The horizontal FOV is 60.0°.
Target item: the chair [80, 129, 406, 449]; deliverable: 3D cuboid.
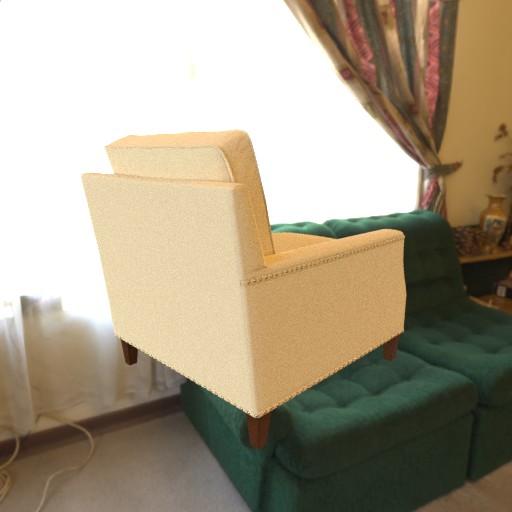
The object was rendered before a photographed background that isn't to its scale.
[{"bbox_3d":[0.000,0.000,1.780,0.853,0.943,1.014,13,19,43],"label":"chair"}]
